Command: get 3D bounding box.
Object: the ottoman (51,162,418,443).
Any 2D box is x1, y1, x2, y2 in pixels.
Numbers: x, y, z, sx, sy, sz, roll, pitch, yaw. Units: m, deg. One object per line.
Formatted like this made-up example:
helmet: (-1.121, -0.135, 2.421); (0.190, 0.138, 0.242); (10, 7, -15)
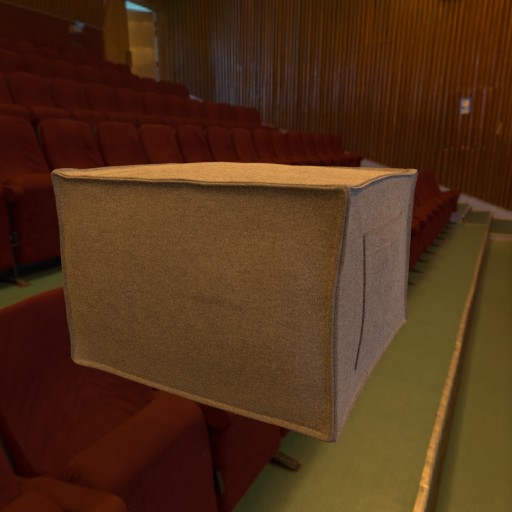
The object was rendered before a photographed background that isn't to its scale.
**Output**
ottoman: (0.000, 0.000, 1.146); (0.696, 0.470, 0.707); (7, 16, 27)
